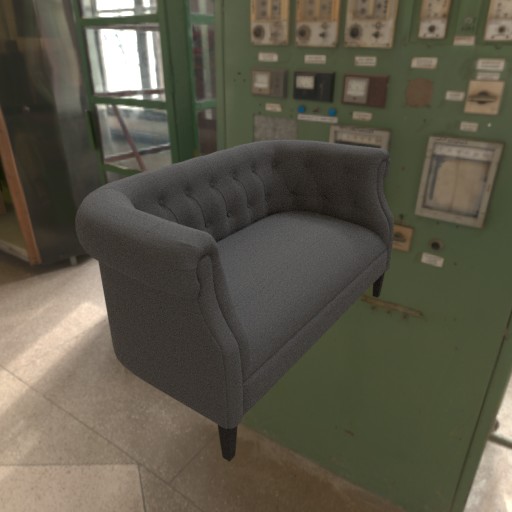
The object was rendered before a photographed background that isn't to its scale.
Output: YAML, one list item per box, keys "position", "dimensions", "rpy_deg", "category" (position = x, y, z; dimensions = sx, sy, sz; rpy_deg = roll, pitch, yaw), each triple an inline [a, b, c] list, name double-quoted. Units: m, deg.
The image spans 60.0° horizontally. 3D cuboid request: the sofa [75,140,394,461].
- position: [0.000, 0.000, 2.053]
  dimensions: [0.835, 0.827, 1.558]
  rpy_deg: [17, 31, 32]
  category: "sofa"
